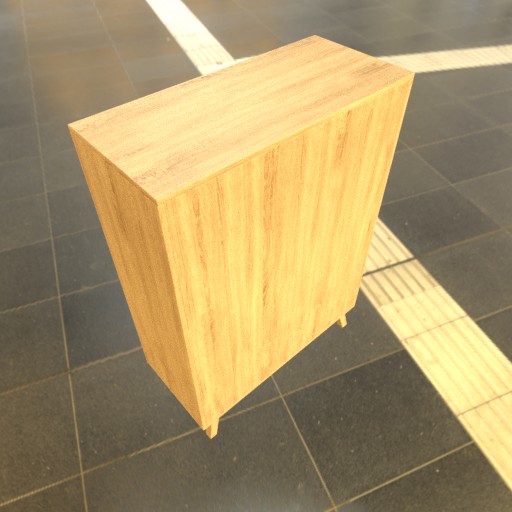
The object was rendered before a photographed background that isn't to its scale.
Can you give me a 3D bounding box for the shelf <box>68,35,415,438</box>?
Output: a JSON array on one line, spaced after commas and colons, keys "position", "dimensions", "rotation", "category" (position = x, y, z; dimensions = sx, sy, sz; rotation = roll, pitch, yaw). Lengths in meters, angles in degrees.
[{"position": [0.000, 0.000, 1.839], "dimensions": [1.000, 1.390, 0.450], "rotation": [-33, 54, -28], "category": "shelf"}]
